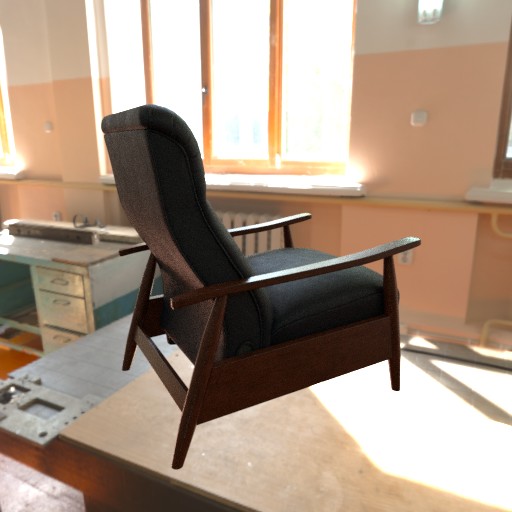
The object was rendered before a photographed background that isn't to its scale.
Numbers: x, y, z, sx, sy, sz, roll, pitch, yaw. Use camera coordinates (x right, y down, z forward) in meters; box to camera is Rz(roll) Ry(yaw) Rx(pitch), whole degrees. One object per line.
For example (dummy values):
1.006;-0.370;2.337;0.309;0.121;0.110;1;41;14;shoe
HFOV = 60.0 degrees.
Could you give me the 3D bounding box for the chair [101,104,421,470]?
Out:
0.000;0.000;1.770;1.014;1.082;0.762;-8;16;-28;chair
